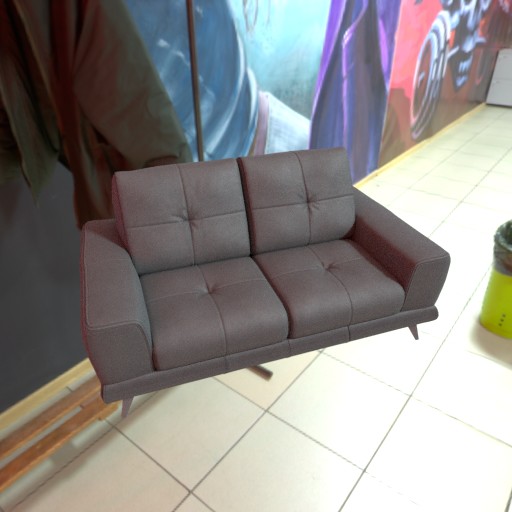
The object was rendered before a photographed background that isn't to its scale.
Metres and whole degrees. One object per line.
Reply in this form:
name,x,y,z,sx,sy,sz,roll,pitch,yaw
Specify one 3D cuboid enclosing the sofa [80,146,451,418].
sofa,0.000,0.000,2.413,1.806,0.907,1.018,-10,33,-16
